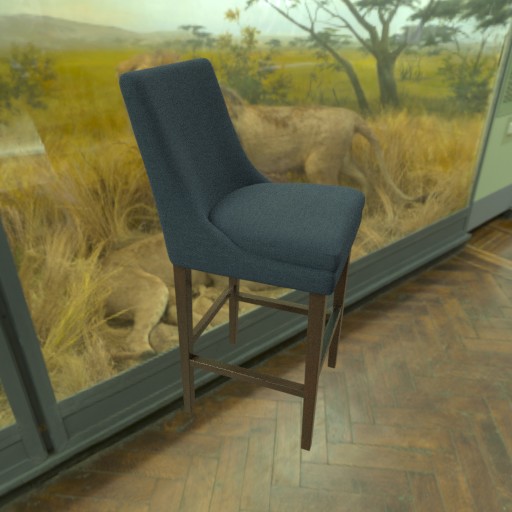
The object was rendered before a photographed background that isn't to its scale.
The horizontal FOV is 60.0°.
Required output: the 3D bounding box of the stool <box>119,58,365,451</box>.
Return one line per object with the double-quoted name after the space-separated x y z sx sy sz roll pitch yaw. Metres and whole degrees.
0.000 0.000 1.369 0.577 1.078 0.470 10 31 18 "stool"
